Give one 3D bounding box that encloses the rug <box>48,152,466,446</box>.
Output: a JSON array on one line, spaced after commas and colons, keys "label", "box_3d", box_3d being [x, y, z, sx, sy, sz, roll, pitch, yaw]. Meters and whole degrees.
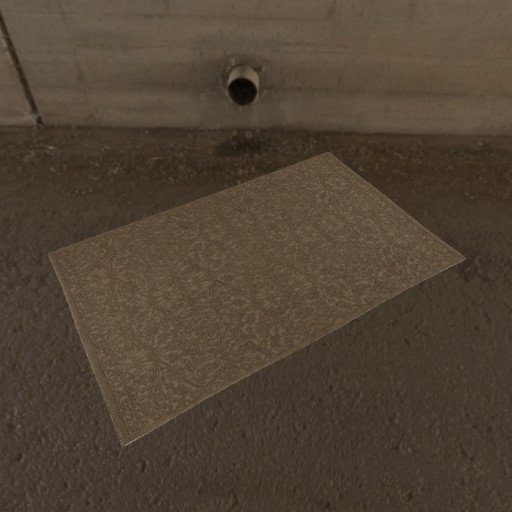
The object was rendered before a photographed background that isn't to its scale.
[{"label": "rug", "box_3d": [0.000, 0.000, 3.033, 2.435, 0.012, 1.529, -24, 50, -21]}]
